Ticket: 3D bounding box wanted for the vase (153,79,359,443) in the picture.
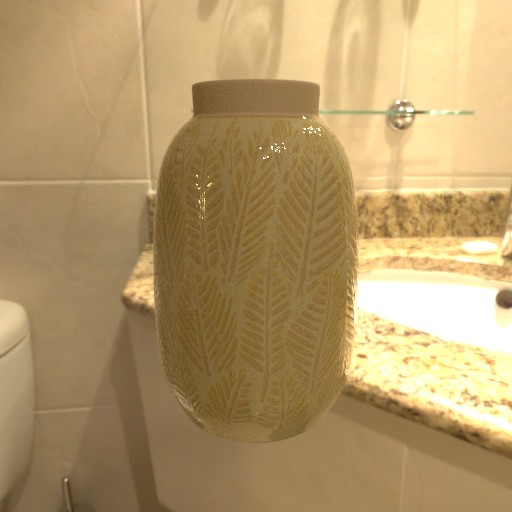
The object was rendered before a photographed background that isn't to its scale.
[{"bbox_3d":[0.000,0.000,0.374,0.172,0.270,0.172,0,16,0],"label":"vase"}]
